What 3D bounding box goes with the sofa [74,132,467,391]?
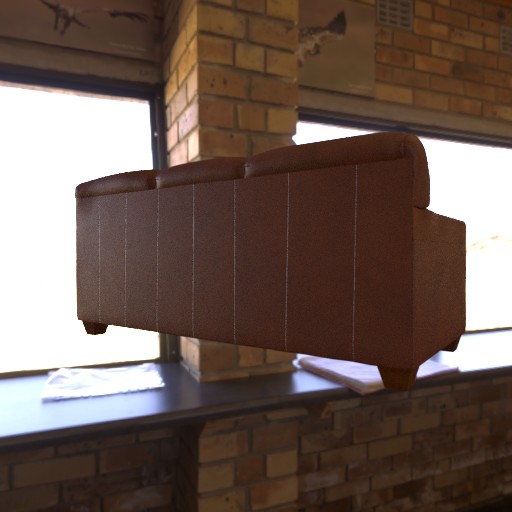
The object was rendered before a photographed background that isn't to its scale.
[{"bbox_3d":[0.000,0.000,2.480,2.039,0.953,1.008,0,0,35],"label":"sofa"}]
